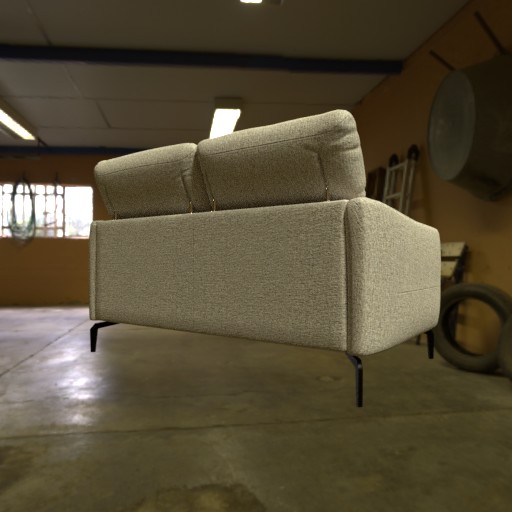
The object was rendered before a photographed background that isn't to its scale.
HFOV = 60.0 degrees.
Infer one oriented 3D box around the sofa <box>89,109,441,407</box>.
[{"bbox_3d":[0.000,0.000,2.125,1.540,0.950,0.905,0,-1,36],"label":"sofa"}]
